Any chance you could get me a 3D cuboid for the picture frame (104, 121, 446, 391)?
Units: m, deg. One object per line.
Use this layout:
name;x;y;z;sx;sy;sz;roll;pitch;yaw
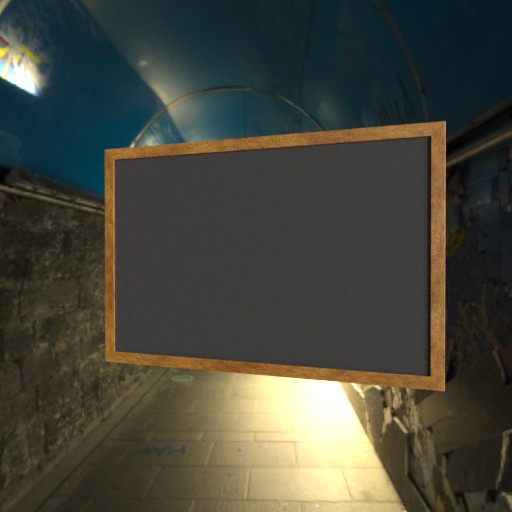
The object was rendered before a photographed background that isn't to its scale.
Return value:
picture frame;0.000;0.000;1.172;0.922;0.621;0.029;0;0;18
